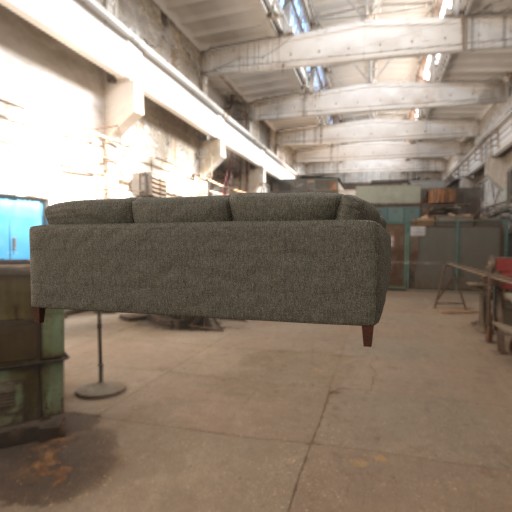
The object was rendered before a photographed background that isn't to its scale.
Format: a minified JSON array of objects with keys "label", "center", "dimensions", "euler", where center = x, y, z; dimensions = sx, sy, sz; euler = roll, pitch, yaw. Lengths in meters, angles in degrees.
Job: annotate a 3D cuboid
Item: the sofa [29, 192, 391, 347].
[{"label":"sofa","center":[0.000,0.000,4.491],"dimensions":[2.593,0.947,3.302],"euler":[1,2,18]}]
